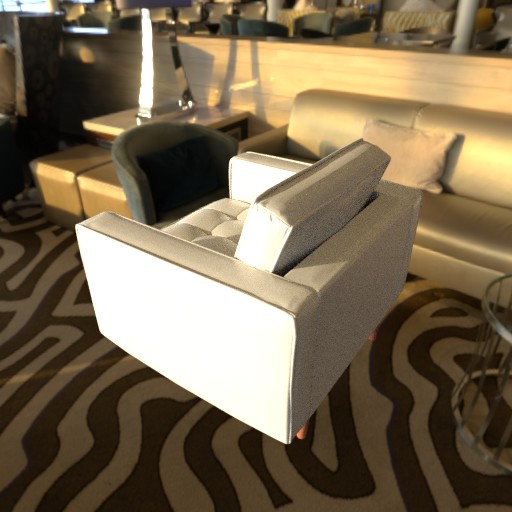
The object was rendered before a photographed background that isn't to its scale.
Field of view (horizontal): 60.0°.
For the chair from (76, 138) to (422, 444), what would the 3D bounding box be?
[{"bbox_3d":[0.000,0.000,1.561,0.843,0.773,0.928,20,36,30],"label":"chair"}]
